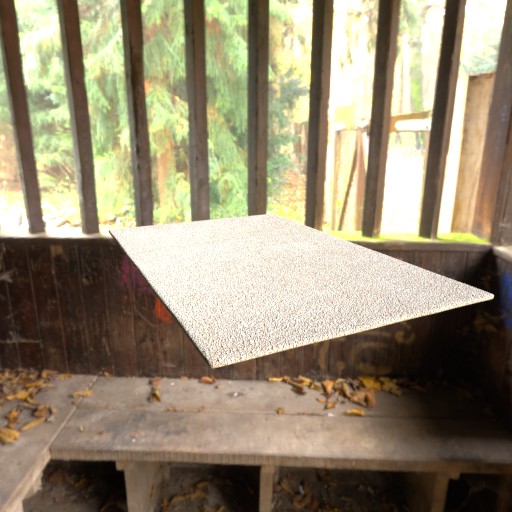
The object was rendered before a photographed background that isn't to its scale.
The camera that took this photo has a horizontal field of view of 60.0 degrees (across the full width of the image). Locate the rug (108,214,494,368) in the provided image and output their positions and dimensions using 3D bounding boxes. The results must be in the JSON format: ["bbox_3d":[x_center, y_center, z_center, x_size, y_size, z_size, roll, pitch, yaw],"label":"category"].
[{"bbox_3d":[0.000,0.000,3.397,1.778,0.030,2.743,-8,18,-25],"label":"rug"}]
